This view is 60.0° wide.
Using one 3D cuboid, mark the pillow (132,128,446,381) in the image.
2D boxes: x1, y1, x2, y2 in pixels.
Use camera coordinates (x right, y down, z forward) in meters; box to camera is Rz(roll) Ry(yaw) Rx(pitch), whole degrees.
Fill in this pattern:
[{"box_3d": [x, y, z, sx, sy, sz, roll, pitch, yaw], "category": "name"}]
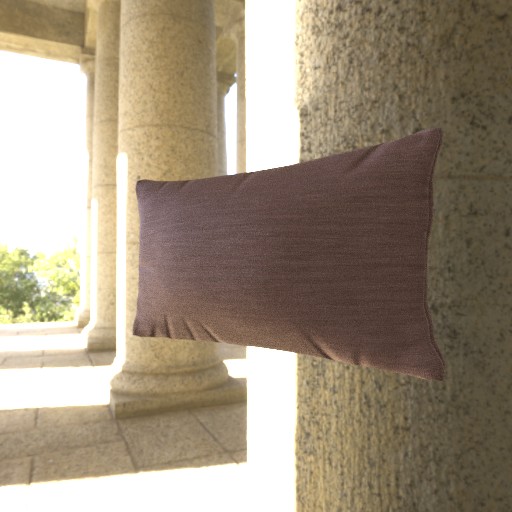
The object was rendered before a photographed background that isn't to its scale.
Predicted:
[{"box_3d": [0.000, 0.000, 0.780, 0.633, 0.338, 0.210, -1, -2, 36], "category": "pillow"}]
